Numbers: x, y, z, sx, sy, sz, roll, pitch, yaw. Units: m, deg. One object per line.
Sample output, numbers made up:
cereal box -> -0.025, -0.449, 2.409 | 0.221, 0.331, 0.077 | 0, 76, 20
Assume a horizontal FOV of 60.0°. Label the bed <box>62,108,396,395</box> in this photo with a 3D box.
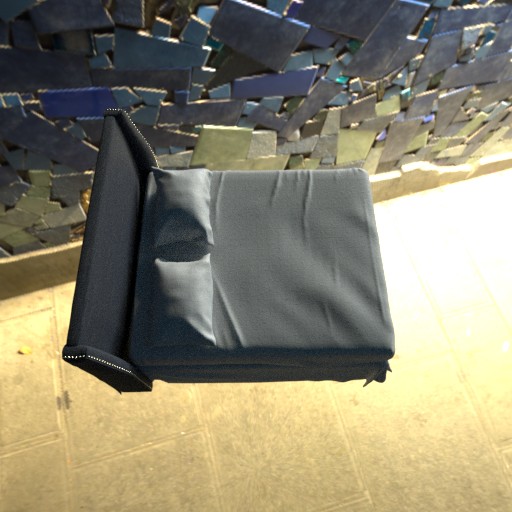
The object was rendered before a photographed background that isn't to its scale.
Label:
bed -> 0.000, 0.000, 3.520 | 2.276, 1.332, 1.925 | -1, 64, 0
